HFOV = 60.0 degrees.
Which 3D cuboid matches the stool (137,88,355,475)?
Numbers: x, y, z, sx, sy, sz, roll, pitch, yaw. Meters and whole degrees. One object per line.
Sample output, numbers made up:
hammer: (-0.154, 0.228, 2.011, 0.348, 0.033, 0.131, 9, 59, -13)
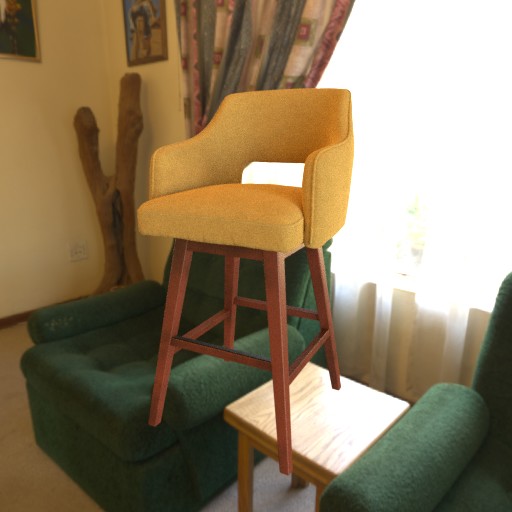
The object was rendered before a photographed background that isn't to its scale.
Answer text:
stool: (0.000, 0.000, 1.371, 0.548, 1.012, 0.558, 8, 17, 26)
